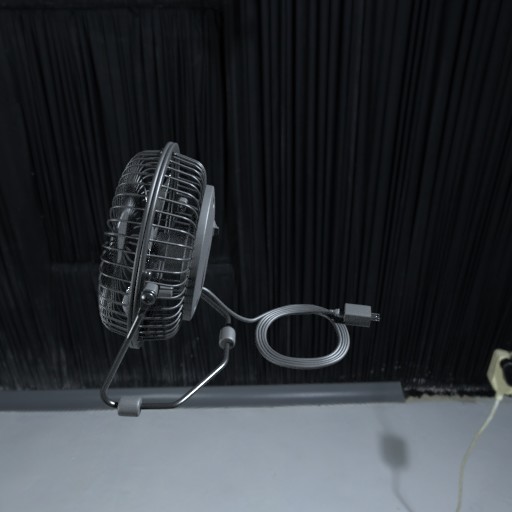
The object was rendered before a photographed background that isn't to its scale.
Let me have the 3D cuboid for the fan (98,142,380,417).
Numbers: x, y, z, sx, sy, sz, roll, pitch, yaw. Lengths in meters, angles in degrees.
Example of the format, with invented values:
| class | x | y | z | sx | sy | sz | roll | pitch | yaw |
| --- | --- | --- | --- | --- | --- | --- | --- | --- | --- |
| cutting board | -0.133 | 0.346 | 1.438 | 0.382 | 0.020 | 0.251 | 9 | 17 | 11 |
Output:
| class | x | y | z | sx | sy | sz | roll | pitch | yaw |
| --- | --- | --- | --- | --- | --- | --- | --- | --- | --- |
| fan | 0.000 | 0.000 | 0.303 | 0.202 | 0.152 | 0.153 | 0 | 28 | -1 |
